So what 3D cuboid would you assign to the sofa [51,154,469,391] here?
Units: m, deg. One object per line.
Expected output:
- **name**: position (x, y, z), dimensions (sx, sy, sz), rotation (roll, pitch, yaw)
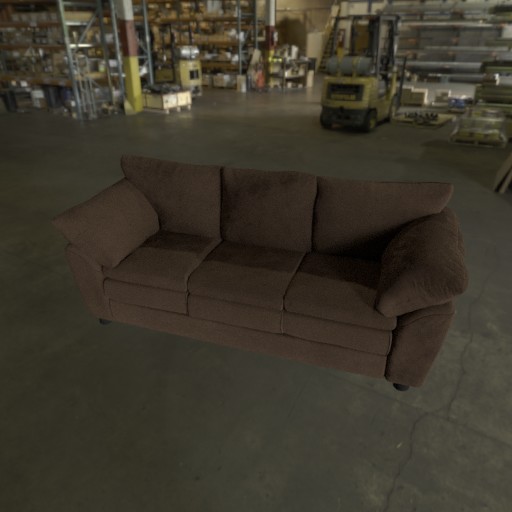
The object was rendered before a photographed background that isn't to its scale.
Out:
- **sofa**: position (0.000, 0.000, 2.787), dimensions (2.336, 1.015, 0.878), rotation (9, 28, 17)
